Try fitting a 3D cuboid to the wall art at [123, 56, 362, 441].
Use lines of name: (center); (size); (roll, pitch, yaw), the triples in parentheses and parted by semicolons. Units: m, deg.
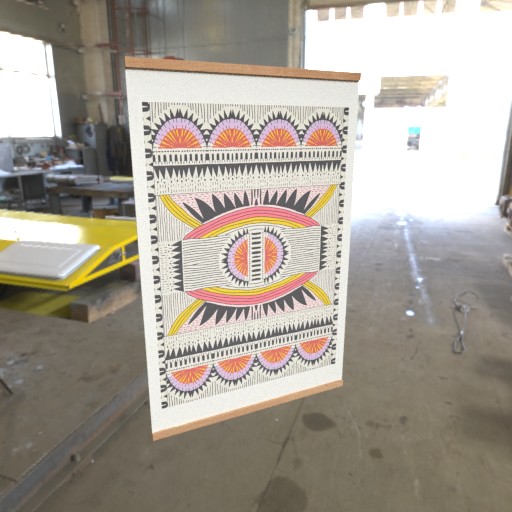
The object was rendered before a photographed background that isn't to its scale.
wall art: (0.000, 0.000, 1.928); (0.999, 1.533, 0.028); (-7, 17, -25)
